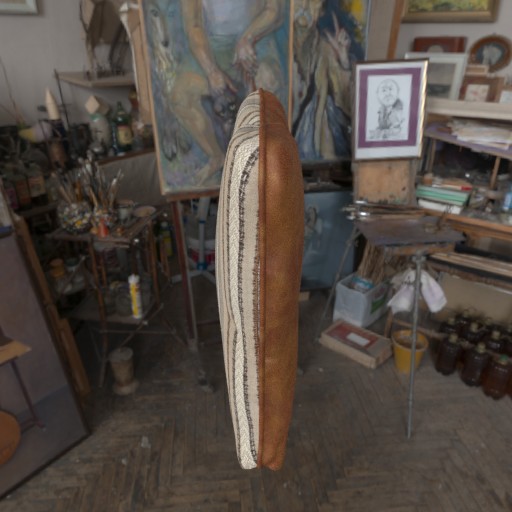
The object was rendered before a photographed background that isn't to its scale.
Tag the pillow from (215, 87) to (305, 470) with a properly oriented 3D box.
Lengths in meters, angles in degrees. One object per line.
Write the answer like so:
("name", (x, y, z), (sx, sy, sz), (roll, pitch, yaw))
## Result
("pillow", (0.000, 0.000, 0.740), (0.130, 0.490, 0.489), (0, 27, 0))
